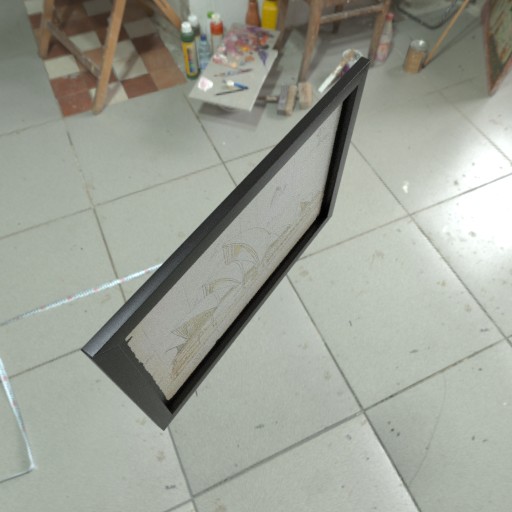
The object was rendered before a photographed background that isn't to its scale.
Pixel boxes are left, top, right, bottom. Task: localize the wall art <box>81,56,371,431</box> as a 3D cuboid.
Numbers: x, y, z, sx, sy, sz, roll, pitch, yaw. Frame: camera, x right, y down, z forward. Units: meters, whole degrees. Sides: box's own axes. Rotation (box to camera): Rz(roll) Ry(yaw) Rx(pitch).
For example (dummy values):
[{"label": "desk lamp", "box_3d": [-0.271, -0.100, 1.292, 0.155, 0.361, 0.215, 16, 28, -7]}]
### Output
[{"label": "wall art", "box_3d": [0.000, 0.000, 0.558, 0.013, 0.306, 0.440, 32, 64, 18]}]
